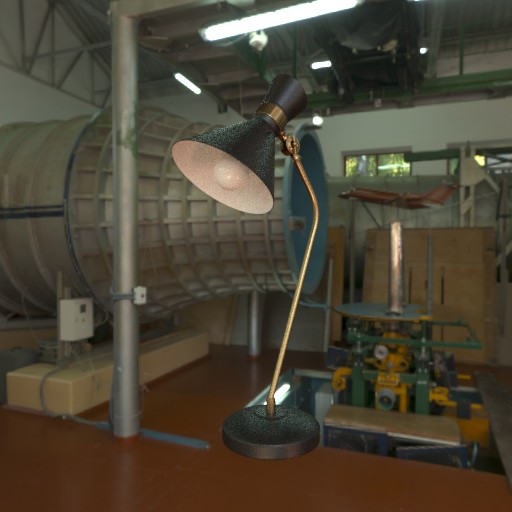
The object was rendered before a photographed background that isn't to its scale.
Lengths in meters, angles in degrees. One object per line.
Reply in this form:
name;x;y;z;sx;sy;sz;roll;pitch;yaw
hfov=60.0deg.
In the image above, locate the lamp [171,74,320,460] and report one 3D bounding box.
lamp;0.000;0.000;0.765;0.292;0.647;0.189;-1;1;-35
